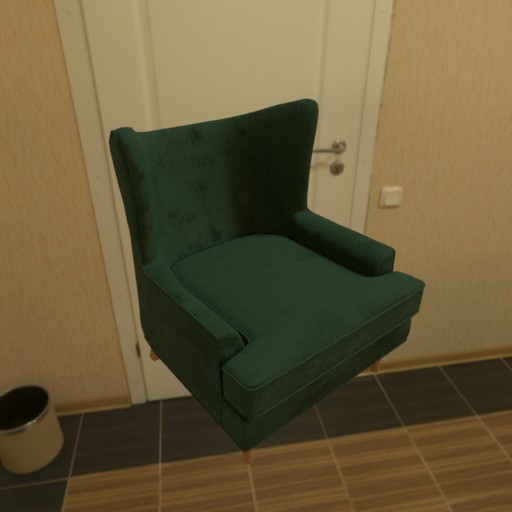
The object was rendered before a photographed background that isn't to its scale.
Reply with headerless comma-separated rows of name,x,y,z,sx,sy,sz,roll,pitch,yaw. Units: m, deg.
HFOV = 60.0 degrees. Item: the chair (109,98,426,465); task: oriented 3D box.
chair,0.000,0.000,1.574,0.793,0.952,0.910,-22,36,-33
